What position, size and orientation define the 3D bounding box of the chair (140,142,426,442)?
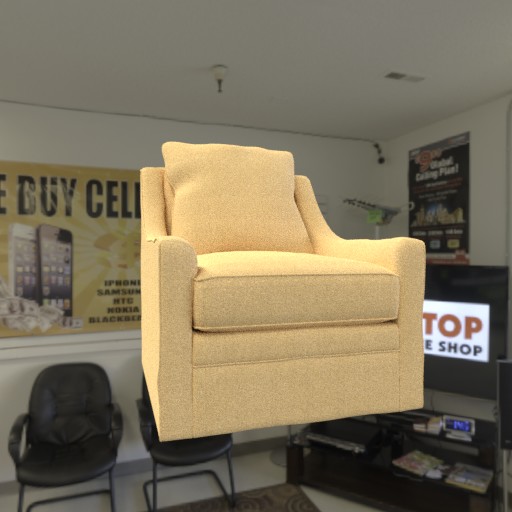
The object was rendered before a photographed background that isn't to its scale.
[{"bbox_3d":[0.000,0.000,1.564,0.760,0.927,0.876,0,1,-18],"label":"chair"}]
